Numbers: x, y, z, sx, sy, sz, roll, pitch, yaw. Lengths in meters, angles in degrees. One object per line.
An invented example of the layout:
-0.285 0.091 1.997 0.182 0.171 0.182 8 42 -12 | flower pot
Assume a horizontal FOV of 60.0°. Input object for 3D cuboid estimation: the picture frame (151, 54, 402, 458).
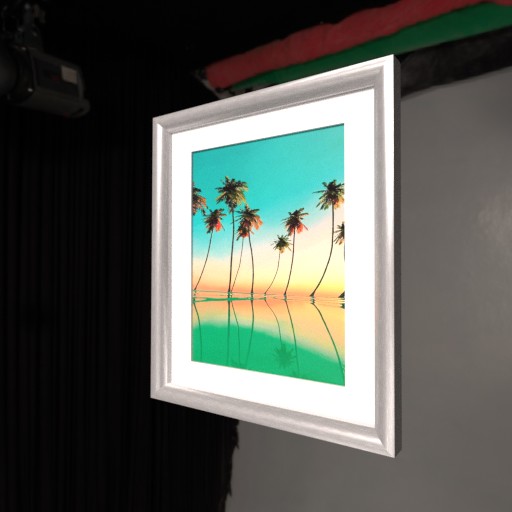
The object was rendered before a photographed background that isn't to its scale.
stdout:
0.000 0.000 0.516 0.327 0.378 0.027 -1 -1 34 | picture frame
